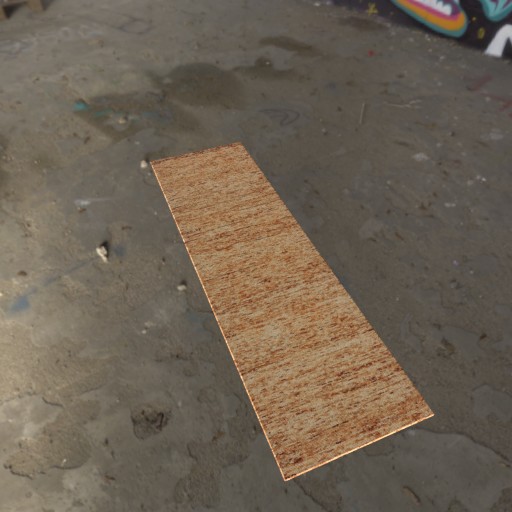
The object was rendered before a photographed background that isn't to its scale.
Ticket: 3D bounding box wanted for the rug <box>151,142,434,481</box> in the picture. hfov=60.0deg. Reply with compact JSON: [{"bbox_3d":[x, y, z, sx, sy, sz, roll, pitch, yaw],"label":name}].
[{"bbox_3d":[0.000,0.000,2.457,0.680,0.014,2.237,-16,48,-15],"label":"rug"}]
